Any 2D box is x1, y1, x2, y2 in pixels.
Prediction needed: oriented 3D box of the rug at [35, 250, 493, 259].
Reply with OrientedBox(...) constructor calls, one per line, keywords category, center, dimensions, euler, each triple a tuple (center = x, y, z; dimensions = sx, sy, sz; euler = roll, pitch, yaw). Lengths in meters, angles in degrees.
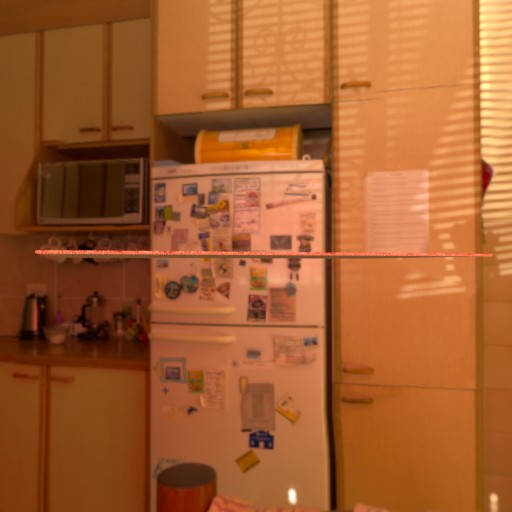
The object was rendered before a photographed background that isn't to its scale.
OrientedBox(category="rug", center=(0.000, 0.000, 2.953), dimensions=(2.438, 0.015, 1.524), euler=(0, -1, -18))
